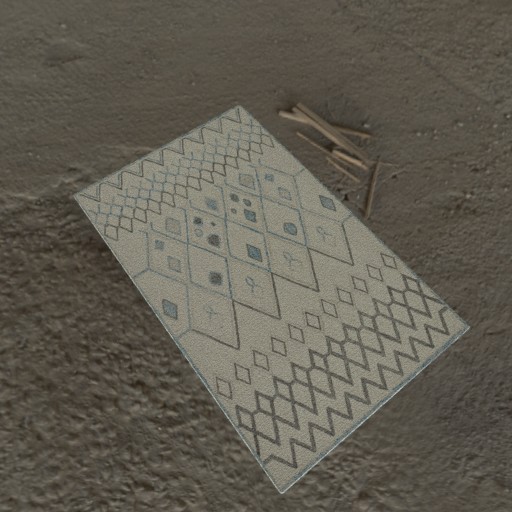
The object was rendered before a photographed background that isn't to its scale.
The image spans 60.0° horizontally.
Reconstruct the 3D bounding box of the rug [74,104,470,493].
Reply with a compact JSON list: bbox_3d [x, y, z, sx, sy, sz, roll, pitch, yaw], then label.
[{"bbox_3d":[0.000,0.000,3.019,1.524,0.015,2.439,-34,67,-17],"label":"rug"}]
